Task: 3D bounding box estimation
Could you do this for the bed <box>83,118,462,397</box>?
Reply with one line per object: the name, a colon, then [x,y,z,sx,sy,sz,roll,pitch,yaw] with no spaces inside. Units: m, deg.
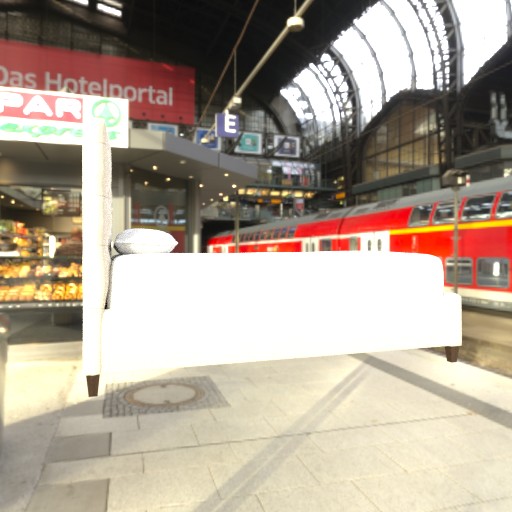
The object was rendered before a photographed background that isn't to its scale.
bed: [0.000,0.000,3.397,2.387,1.427,1.698,0,0,-18]
